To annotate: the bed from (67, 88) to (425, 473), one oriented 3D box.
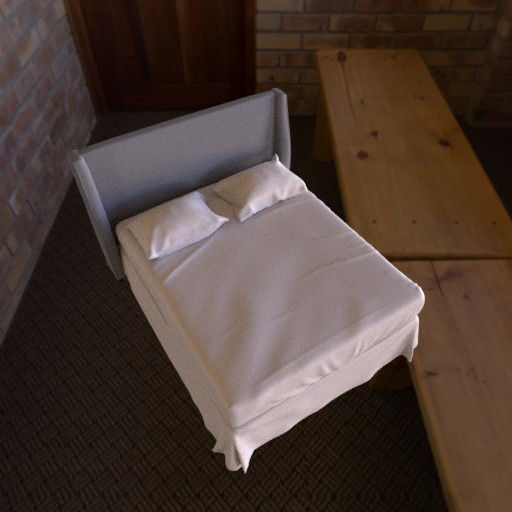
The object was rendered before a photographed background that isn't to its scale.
[{"bbox_3d":[0.000,0.000,3.450,1.925,1.332,2.276,-25,52,-21],"label":"bed"}]
